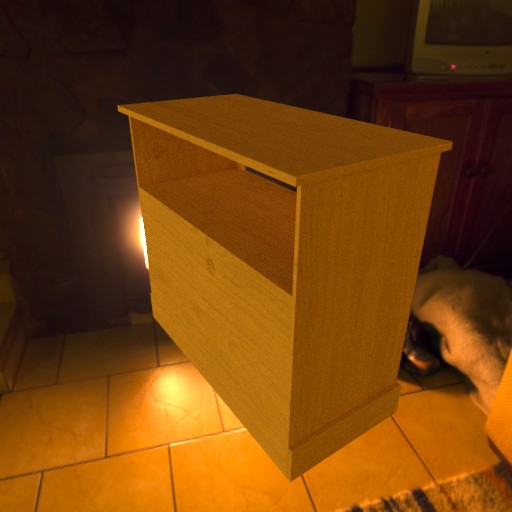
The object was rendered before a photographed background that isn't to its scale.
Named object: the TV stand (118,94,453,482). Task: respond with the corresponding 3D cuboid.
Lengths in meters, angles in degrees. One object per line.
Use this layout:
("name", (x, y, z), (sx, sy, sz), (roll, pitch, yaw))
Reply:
("TV stand", (0.000, 0.000, 1.320), (0.430, 0.787, 0.851), (-18, 33, -30))
